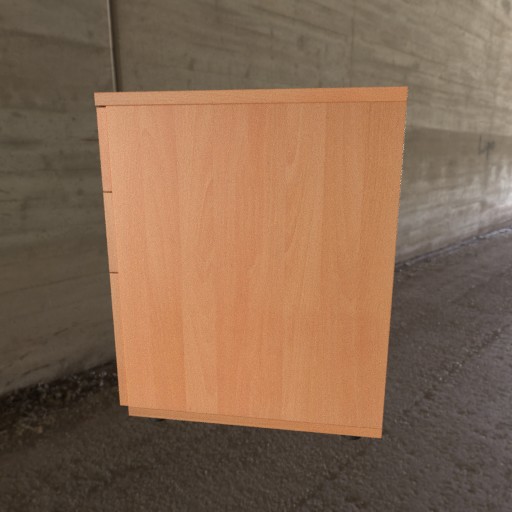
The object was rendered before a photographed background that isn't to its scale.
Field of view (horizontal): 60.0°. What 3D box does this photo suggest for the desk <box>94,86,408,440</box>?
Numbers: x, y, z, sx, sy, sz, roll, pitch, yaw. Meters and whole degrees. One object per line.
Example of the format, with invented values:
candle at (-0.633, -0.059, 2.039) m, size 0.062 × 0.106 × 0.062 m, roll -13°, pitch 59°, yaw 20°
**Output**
desk at (0.000, 0.000, 1.100) m, size 0.600 × 0.730 × 0.404 m, roll 2°, pitch 14°, yaw 8°
